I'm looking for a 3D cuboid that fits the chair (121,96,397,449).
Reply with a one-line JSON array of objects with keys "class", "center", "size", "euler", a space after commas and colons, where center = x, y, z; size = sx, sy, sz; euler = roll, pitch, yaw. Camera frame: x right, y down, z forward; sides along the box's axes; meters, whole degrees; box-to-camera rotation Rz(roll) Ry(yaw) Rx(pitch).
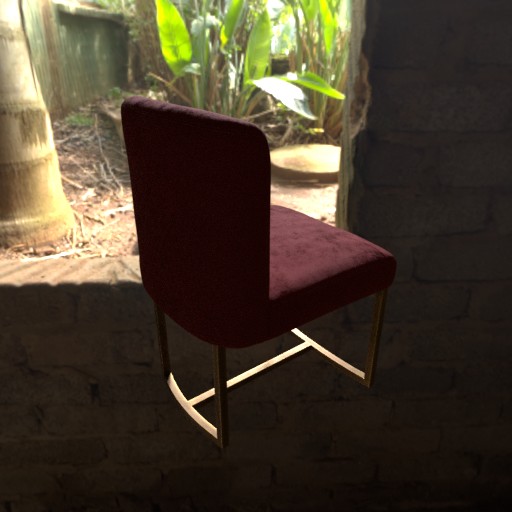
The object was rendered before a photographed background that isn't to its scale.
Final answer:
[{"class": "chair", "center": [0.000, 0.000, 1.192], "size": [0.560, 0.824, 0.530], "euler": [-18, 32, -33]}]
